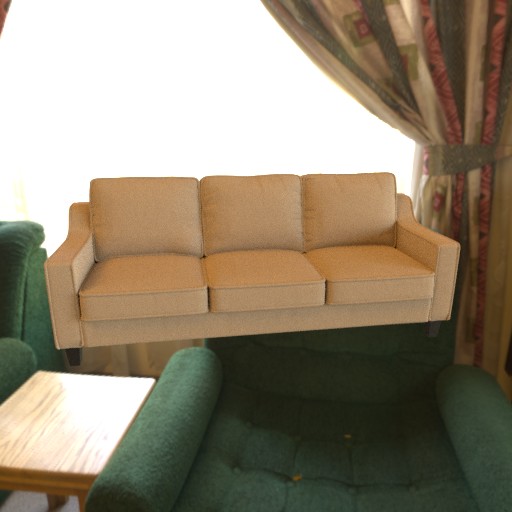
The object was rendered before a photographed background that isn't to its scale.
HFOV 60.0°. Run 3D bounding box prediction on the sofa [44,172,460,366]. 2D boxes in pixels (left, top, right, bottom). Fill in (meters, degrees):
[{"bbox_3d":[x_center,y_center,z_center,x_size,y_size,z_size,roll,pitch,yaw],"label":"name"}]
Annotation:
[{"bbox_3d":[0.000,0.000,2.600,2.131,0.902,0.791,-3,18,-9],"label":"sofa"}]
